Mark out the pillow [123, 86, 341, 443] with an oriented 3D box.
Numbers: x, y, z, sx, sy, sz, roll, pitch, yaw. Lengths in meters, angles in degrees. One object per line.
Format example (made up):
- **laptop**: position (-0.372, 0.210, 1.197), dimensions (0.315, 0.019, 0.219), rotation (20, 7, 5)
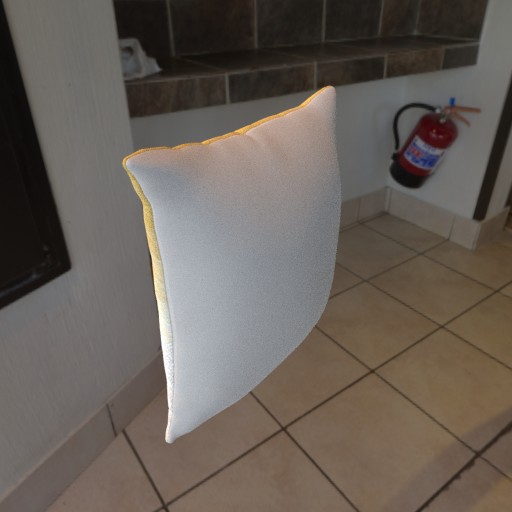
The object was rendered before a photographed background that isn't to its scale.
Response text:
- **pillow**: position (0.000, 0.000, 0.706), dimensions (0.211, 0.450, 0.450), rotation (20, 37, 30)
